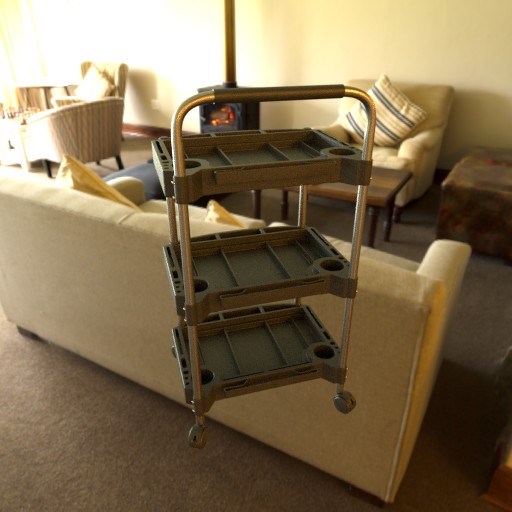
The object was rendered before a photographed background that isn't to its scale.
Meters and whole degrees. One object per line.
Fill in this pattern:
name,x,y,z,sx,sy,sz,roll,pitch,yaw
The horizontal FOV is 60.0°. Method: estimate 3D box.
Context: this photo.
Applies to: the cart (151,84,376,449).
cart,0.000,0.000,1.432,0.584,1.075,0.518,-8,29,-15
